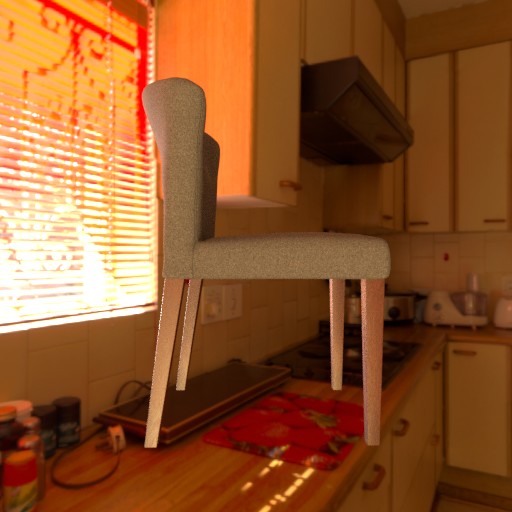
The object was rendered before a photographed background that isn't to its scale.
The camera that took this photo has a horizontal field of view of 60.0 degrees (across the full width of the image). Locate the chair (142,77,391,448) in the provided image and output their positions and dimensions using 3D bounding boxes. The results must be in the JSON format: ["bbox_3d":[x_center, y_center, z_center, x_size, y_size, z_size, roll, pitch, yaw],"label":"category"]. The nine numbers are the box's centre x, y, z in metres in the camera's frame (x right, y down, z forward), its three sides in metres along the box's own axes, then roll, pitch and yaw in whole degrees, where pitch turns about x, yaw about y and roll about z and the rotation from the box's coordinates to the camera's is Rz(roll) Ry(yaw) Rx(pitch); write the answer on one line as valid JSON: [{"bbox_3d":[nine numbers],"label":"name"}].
[{"bbox_3d":[0.000,0.000,1.191,0.592,0.839,0.491,0,0,-1],"label":"chair"}]
